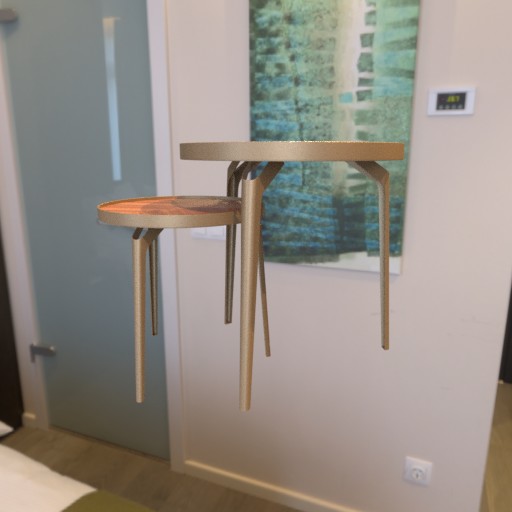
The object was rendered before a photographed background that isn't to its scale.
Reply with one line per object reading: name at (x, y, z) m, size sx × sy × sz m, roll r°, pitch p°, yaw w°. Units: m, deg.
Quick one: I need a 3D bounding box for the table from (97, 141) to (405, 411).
table at (0.000, 0.000, 1.131) m, size 0.751 × 0.555 × 0.532 m, roll -2°, pitch 13°, yaw -7°
